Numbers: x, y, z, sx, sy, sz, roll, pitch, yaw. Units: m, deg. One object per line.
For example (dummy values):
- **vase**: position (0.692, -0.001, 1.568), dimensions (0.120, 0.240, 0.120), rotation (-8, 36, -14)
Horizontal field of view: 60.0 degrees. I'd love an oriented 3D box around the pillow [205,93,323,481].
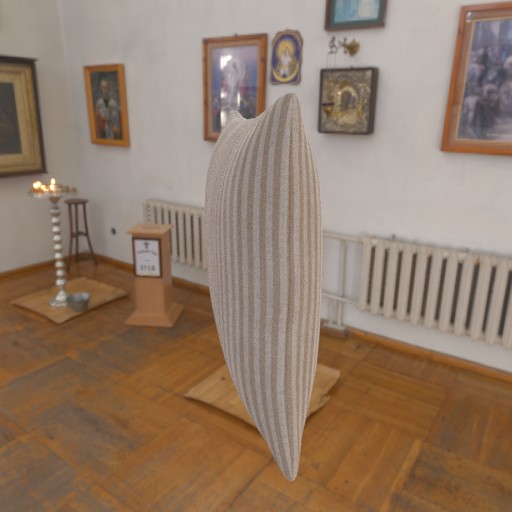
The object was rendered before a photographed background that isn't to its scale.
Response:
- **pillow**: position (0.000, 0.000, 0.785), dimensions (0.166, 0.510, 0.523), rotation (-3, 16, -10)
